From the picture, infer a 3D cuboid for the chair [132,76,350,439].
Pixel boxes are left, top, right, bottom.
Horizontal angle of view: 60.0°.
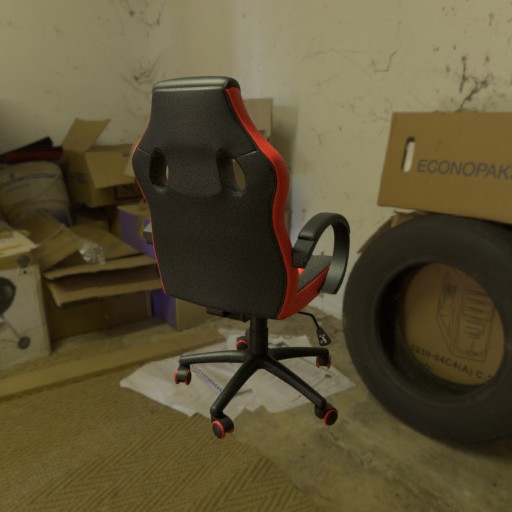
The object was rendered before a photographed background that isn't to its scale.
[{"bbox_3d":[0.000,0.000,1.406,0.600,1.016,0.642,9,19,27],"label":"chair"}]
